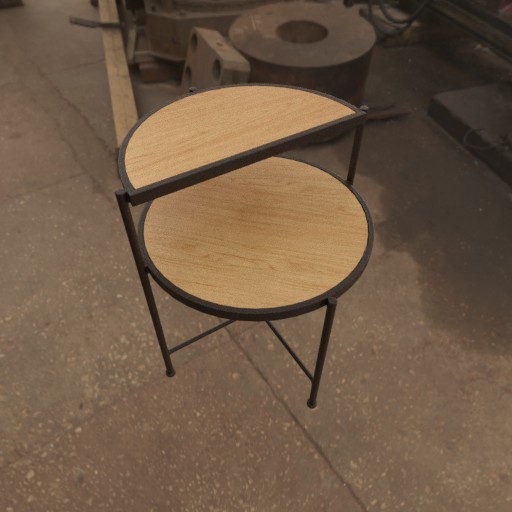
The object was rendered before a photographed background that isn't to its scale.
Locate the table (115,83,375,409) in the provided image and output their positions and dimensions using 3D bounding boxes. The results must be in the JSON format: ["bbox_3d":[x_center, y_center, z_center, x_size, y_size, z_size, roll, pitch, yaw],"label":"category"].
[{"bbox_3d":[0.000,0.000,1.185,0.629,0.684,0.628,-24,51,-21],"label":"table"}]
